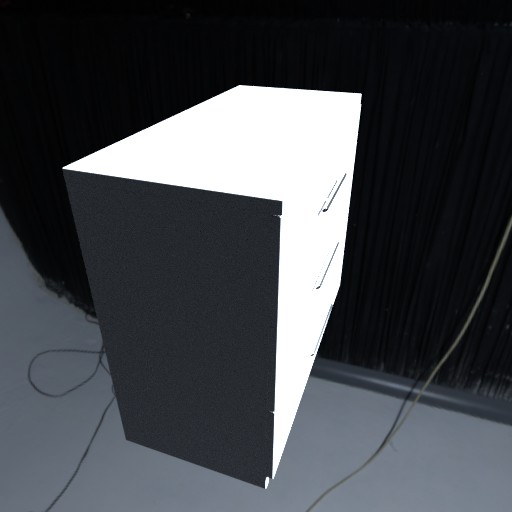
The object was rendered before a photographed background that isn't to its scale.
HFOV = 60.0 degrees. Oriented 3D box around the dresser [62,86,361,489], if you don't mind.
[{"bbox_3d":[0.000,0.000,1.238,0.420,0.740,0.830,11,33,17],"label":"dresser"}]
